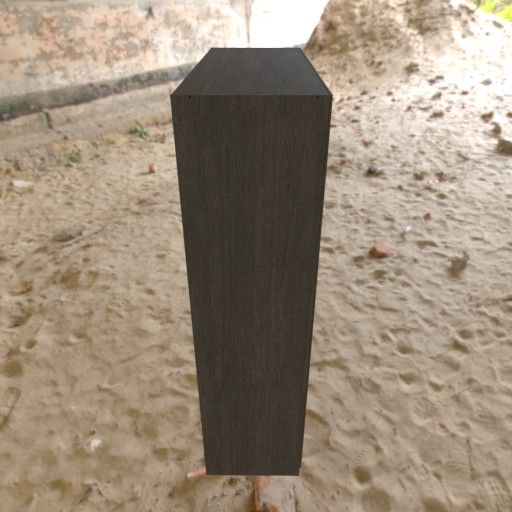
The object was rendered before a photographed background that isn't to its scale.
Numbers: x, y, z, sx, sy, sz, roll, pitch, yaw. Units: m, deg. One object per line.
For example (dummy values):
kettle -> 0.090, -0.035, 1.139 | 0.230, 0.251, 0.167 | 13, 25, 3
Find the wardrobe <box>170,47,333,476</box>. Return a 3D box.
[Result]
wardrobe -> 0.000, 0.000, 2.386 | 0.510, 1.910, 1.290 | 0, 31, 0
